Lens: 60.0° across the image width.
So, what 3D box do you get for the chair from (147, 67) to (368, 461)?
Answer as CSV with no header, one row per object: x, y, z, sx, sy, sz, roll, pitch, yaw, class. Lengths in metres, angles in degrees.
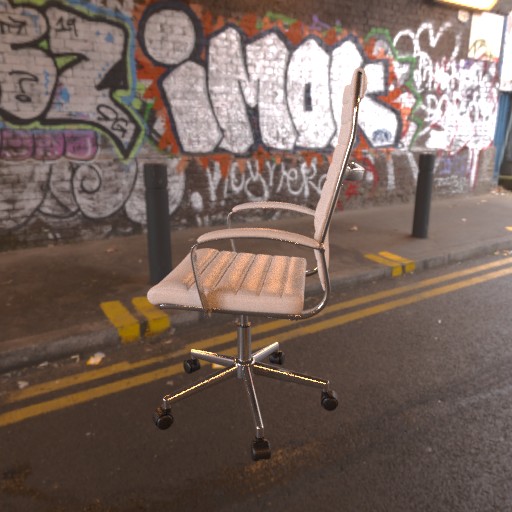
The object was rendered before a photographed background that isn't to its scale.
0.000,0.000,1.539,0.679,1.149,0.679,2,15,7,chair
